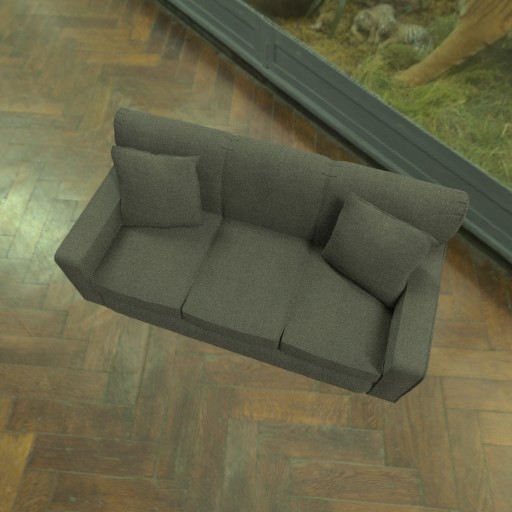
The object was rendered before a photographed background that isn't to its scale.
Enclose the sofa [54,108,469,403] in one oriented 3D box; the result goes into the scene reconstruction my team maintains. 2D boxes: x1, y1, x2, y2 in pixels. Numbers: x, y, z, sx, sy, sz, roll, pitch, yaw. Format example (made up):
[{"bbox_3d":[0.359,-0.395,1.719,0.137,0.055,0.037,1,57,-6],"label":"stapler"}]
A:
[{"bbox_3d":[0.000,0.000,2.582,2.024,0.958,0.997,16,61,9],"label":"sofa"}]
